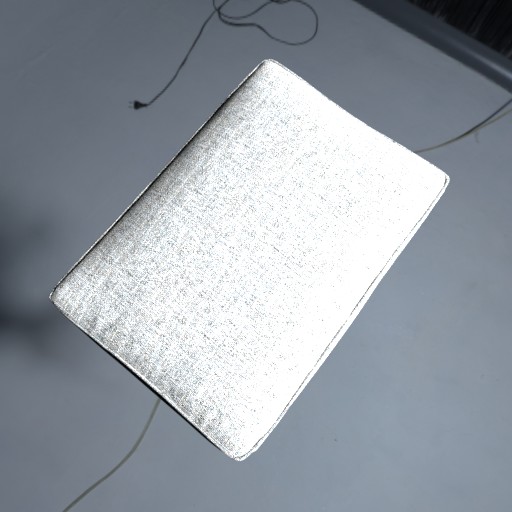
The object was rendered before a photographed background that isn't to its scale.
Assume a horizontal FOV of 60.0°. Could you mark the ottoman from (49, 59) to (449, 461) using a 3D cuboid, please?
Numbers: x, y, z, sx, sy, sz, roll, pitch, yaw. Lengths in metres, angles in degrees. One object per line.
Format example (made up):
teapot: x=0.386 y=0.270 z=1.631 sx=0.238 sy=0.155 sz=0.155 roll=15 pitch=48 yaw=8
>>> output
ottoman: x=0.000 y=0.000 z=0.982 sx=0.508 sy=0.406 sz=0.686 roll=37 pitch=78 yaw=9
